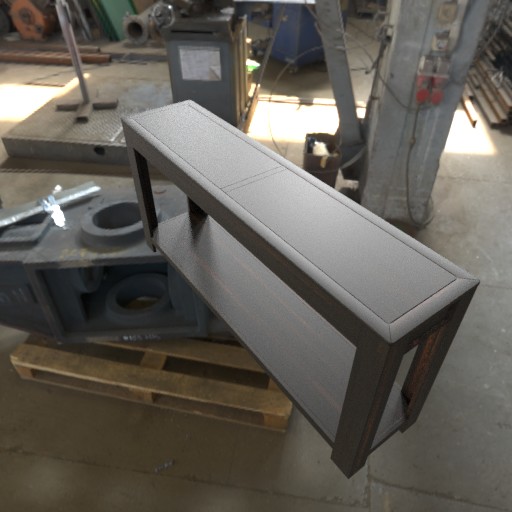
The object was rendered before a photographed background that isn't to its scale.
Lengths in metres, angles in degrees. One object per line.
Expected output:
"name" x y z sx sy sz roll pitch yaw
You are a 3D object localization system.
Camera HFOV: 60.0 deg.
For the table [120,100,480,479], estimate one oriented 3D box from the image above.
"table" 0.000 0.000 1.899 0.384 0.762 1.631 -25 47 -27
